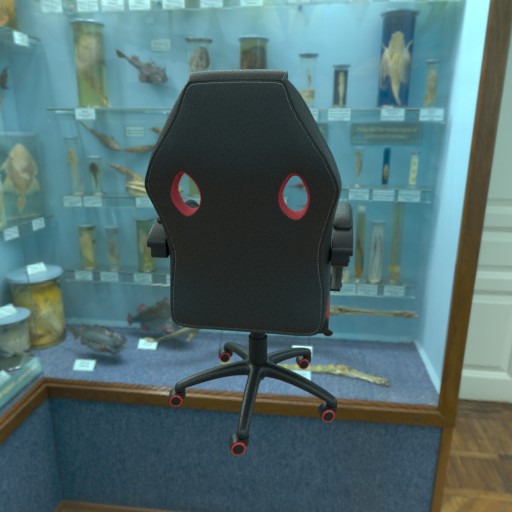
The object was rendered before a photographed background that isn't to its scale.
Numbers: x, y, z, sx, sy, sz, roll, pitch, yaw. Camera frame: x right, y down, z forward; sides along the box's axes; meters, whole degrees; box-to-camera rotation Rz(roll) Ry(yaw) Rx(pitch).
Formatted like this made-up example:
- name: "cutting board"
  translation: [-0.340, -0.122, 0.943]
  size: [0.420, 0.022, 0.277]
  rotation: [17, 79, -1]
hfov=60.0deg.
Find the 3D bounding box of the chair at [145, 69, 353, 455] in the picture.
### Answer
- name: "chair"
  translation: [0.000, 0.000, 1.614]
  size: [0.673, 1.187, 0.724]
  rotation: [3, 16, 9]
